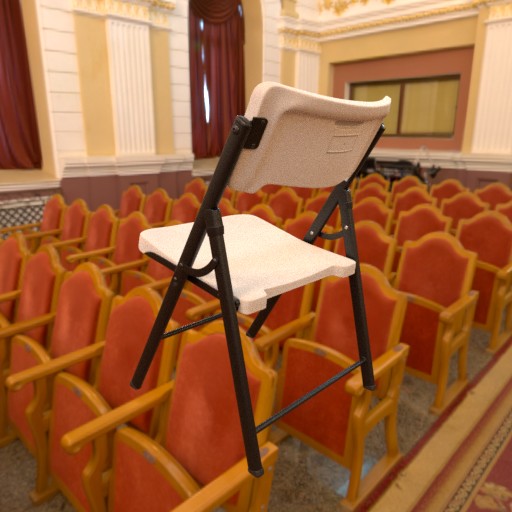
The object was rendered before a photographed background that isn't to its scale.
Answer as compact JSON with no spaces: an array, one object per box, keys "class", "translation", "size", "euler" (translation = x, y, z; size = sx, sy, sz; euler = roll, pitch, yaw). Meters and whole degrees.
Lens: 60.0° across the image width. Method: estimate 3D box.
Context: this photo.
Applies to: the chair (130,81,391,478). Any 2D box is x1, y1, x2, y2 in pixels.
[{"class":"chair","translation":[0.000,0.000,1.127],"size":[0.577,0.765,0.482],"euler":[15,21,43]}]
